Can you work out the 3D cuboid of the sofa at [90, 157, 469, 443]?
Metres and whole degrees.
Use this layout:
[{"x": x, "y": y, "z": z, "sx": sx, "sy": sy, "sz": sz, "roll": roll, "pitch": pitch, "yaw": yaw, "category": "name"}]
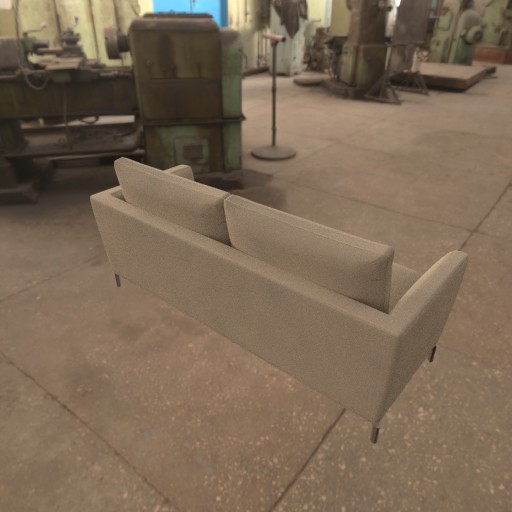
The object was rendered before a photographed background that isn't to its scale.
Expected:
[{"x": 0.000, "y": 0.000, "z": 2.756, "sx": 2.214, "sy": 1.005, "sz": 0.868, "roll": 23, "pitch": 38, "yaw": 34, "category": "sofa"}]
